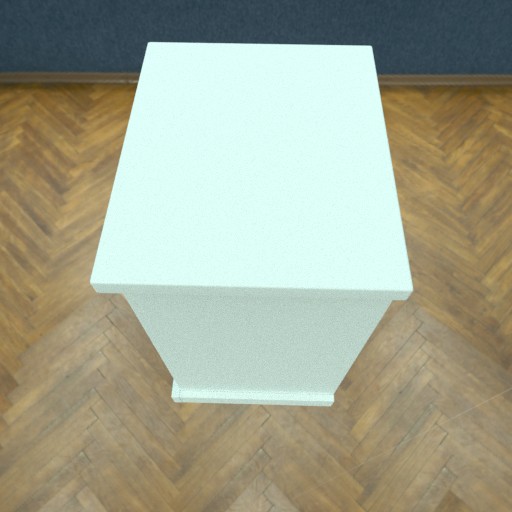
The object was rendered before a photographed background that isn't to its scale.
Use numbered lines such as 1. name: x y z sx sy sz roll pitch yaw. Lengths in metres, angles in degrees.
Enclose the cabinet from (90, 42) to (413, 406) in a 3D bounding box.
1. cabinet: 0.000 0.000 1.028 0.431 0.723 0.520 1 59 1
